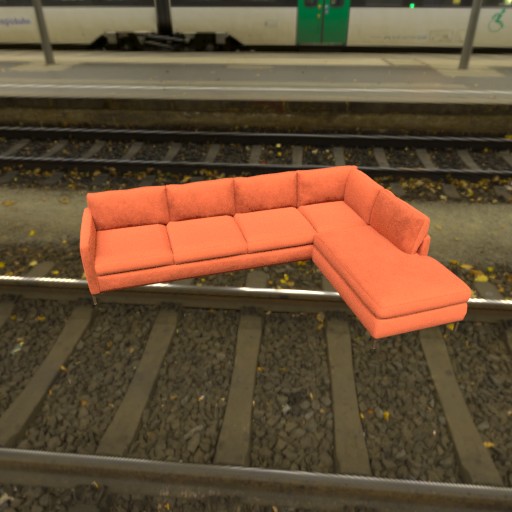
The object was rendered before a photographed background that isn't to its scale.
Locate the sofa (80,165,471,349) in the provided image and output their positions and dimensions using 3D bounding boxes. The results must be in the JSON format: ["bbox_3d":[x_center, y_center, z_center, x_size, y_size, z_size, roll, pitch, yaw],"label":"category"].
[{"bbox_3d":[0.000,0.000,3.630,2.736,0.757,1.879,-9,32,-14],"label":"sofa"}]
